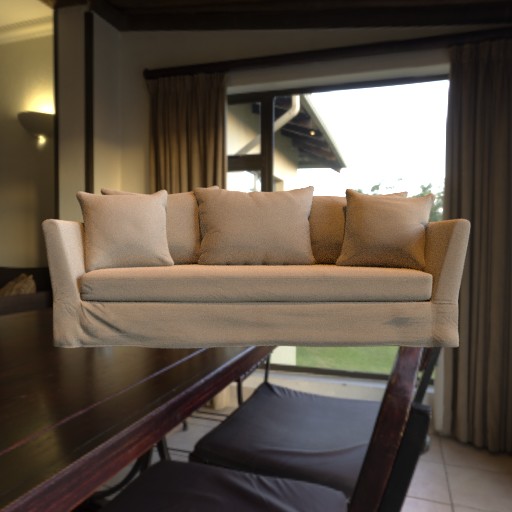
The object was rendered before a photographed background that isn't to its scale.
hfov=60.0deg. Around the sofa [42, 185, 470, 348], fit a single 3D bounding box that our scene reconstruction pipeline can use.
[{"bbox_3d":[0.000,0.000,3.072,2.499,1.047,1.046,0,2,0],"label":"sofa"}]
